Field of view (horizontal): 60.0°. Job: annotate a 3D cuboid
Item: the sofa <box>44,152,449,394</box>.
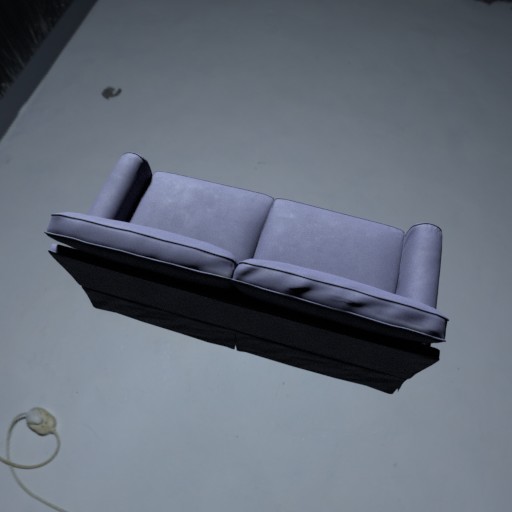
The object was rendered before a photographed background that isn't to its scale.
[{"bbox_3d":[0.000,0.000,2.857,2.256,1.094,0.983,15,63,8],"label":"sofa"}]
